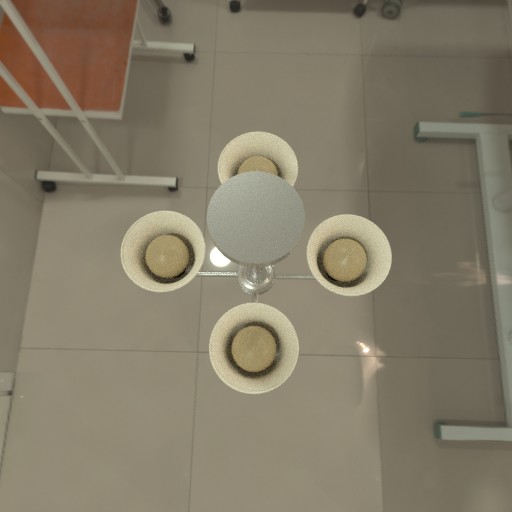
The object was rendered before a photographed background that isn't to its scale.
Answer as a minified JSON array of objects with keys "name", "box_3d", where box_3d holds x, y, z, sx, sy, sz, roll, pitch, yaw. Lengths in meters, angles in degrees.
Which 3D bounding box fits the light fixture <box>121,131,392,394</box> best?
[{"name":"light fixture","box_3d":[0.000,0.000,0.721,0.427,0.370,0.427,1,75,0]}]
